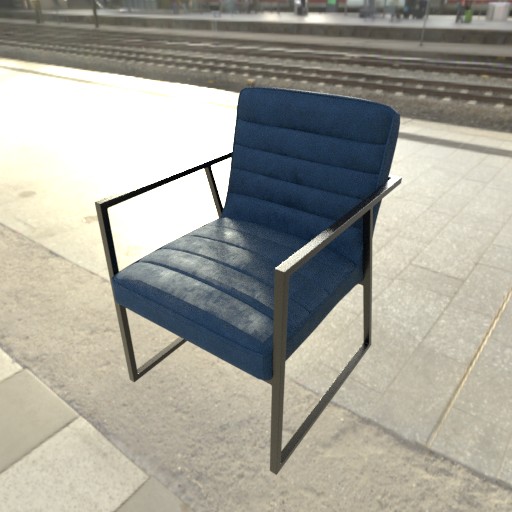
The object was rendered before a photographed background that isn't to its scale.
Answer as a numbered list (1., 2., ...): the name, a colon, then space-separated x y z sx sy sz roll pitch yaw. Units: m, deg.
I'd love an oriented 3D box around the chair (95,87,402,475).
1. chair: 0.000 0.000 1.295 0.571 0.833 0.677 20 36 30
